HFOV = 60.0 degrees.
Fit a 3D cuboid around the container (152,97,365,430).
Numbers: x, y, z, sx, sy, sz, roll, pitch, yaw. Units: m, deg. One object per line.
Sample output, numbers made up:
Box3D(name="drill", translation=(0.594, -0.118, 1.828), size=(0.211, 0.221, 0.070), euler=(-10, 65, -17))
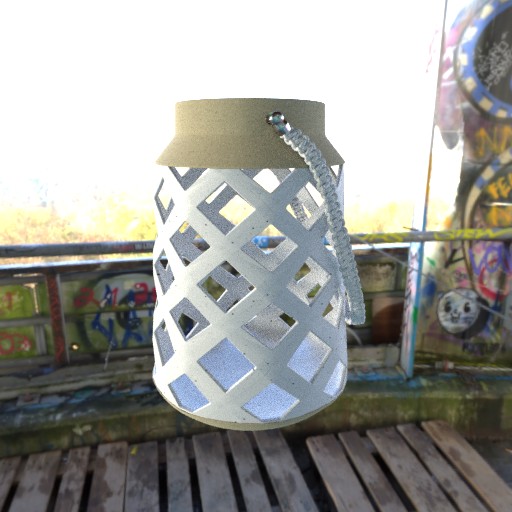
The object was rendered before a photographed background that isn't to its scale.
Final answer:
Box3D(name="container", translation=(0.000, 0.000, 0.405), size=(0.198, 0.264, 0.188), euler=(-3, 15, -10))
